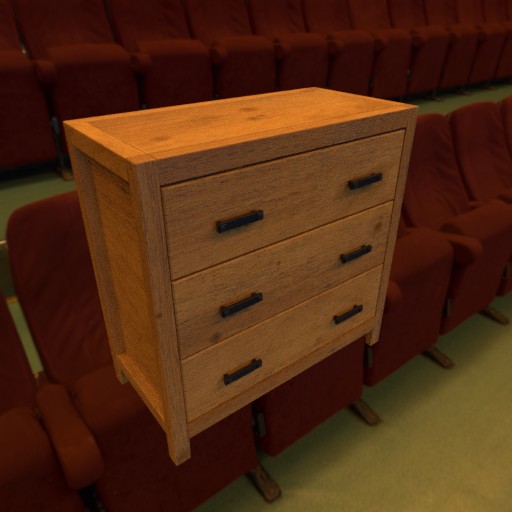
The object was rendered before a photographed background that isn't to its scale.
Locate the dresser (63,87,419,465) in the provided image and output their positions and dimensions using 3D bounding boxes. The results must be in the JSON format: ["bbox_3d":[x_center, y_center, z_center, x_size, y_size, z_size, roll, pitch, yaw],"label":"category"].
[{"bbox_3d":[0.000,0.000,1.288,0.804,0.804,0.427,-21,36,-32],"label":"dresser"}]
